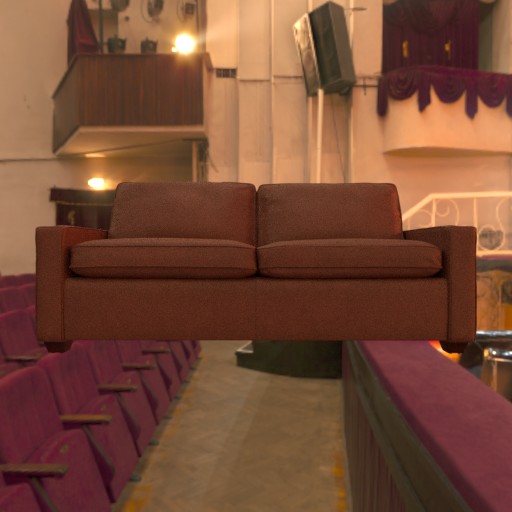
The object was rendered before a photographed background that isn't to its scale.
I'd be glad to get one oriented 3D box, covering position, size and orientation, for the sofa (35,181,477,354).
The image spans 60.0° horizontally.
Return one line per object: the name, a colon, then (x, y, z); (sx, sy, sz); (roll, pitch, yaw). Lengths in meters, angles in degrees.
sofa: (0.000, 0.000, 2.482); (2.080, 0.919, 0.940); (0, 1, 0)
